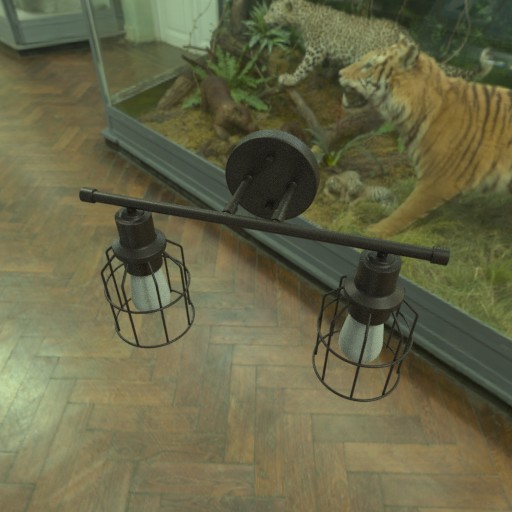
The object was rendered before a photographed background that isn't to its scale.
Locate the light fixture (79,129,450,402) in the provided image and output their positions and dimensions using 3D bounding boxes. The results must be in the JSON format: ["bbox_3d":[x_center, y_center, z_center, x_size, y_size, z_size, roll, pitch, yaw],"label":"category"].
[{"bbox_3d":[0.000,0.000,0.540,0.406,0.254,0.165,11,42,12],"label":"light fixture"}]
